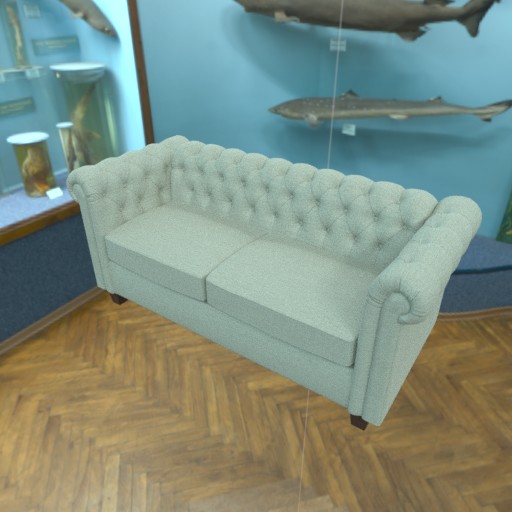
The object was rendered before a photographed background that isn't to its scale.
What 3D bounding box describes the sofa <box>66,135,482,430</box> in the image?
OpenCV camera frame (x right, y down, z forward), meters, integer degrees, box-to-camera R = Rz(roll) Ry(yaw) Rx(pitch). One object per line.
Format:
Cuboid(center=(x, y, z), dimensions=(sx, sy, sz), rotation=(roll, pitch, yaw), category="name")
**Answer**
Cuboid(center=(0.000, 0.000, 2.197), dimensions=(1.798, 0.797, 0.783), rotation=(20, 36, 29), category="sofa")
